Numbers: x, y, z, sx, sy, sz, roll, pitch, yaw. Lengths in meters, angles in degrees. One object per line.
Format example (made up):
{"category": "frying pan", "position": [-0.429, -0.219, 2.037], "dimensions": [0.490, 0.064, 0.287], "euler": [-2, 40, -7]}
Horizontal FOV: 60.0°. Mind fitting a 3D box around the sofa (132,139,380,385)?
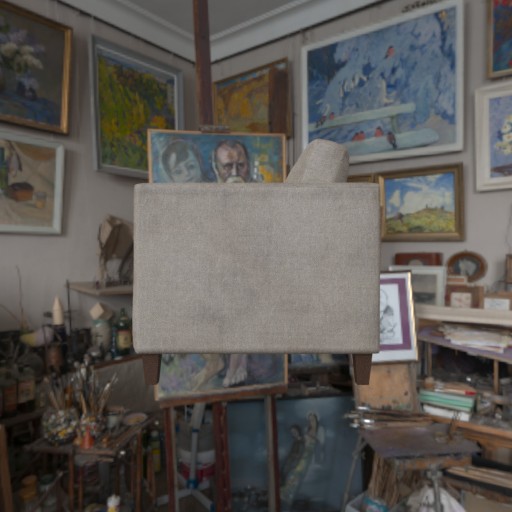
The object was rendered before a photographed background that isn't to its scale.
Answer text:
{"category": "sofa", "position": [0.000, 0.000, 2.720], "dimensions": [0.951, 0.965, 2.208], "euler": [0, 1, 0]}
